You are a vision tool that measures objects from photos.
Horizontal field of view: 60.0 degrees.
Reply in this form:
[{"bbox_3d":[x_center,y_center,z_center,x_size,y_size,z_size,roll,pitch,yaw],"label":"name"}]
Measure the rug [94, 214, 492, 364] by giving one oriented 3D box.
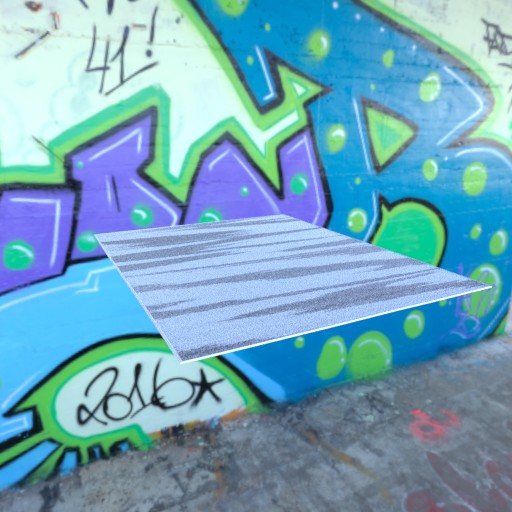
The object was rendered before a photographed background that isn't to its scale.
[{"bbox_3d":[0.000,0.000,3.954,2.353,0.014,2.945,-8,19,-26],"label":"rug"}]
